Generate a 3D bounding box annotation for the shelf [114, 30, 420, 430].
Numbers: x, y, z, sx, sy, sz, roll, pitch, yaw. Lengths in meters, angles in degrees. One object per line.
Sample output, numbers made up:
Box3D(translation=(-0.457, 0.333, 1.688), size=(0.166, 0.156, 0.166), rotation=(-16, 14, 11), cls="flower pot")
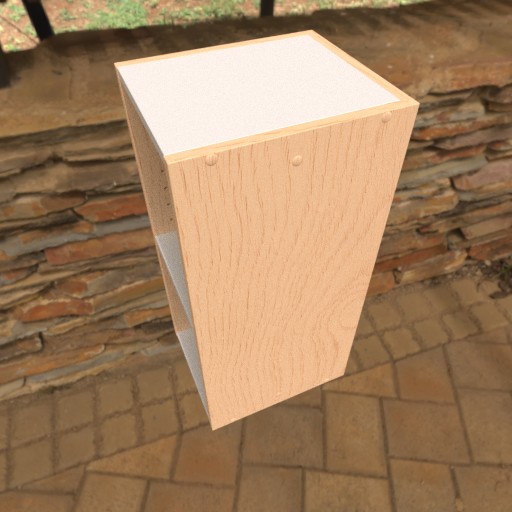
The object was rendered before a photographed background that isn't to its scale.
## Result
Box3D(translation=(0.000, 0.000, 0.747), size=(0.290, 0.600, 0.250), rotation=(-18, 48, -16), cls="shelf")
